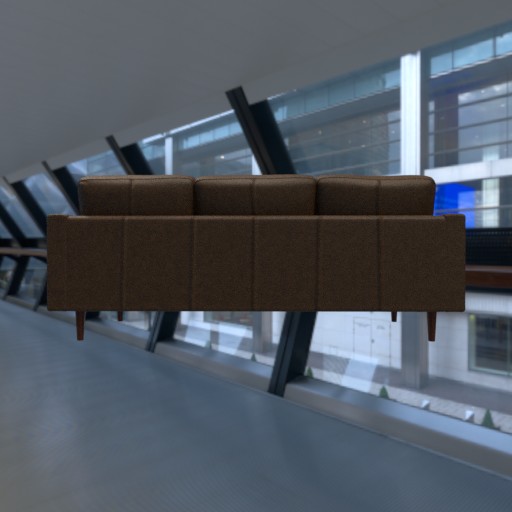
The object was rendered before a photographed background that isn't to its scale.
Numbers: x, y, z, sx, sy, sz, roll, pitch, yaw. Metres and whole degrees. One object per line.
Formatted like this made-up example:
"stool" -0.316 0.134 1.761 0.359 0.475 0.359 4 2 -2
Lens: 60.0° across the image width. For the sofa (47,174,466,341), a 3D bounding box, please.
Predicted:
"sofa" 0.000 0.000 2.804 2.231 0.930 0.903 0 0 1
